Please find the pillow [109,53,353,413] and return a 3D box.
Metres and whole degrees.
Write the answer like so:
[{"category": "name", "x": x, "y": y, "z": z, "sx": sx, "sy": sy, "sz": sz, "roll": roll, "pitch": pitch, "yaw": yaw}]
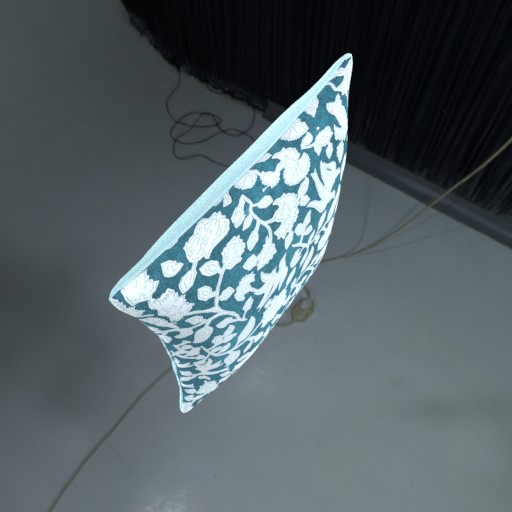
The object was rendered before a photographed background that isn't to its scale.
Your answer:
[{"category": "pillow", "x": 0.000, "y": 0.000, "z": 0.794, "sx": 0.166, "sy": 0.508, "sz": 0.525, "roll": 31, "pitch": 63, "yaw": 18}]
